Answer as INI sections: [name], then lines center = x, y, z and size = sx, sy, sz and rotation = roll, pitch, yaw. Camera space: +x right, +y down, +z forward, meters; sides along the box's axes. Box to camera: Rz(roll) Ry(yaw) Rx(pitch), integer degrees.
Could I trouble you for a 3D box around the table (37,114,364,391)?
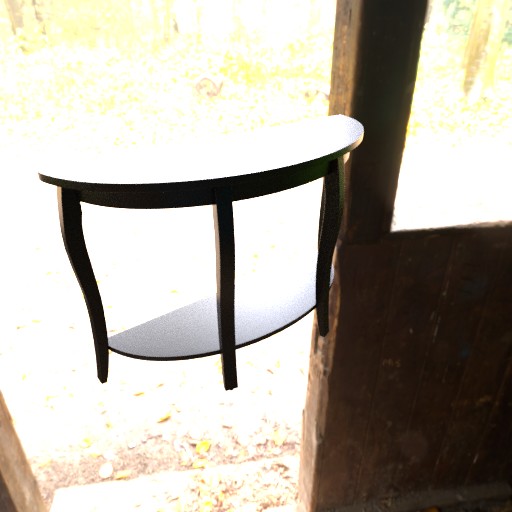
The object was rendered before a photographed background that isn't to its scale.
[table]
center = 0.000, 0.000, 1.598
size = 1.219, 0.780, 0.394
rotation = -21, 35, -33
